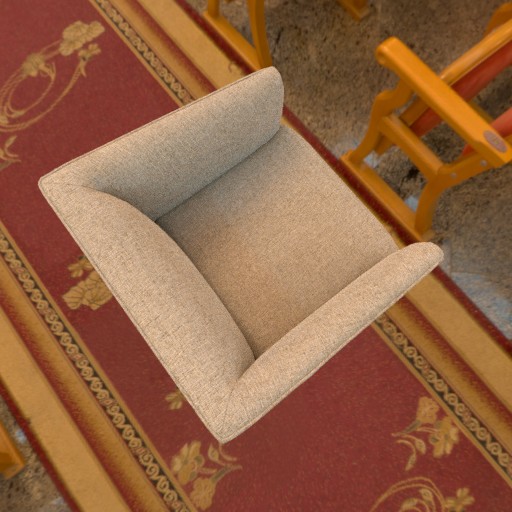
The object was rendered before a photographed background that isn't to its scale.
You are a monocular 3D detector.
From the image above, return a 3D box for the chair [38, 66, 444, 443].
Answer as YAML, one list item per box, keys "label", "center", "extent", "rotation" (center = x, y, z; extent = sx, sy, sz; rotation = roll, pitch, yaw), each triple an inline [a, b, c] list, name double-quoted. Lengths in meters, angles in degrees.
- label: "chair"
  center: [0.000, 0.000, 1.209]
  extent: [0.623, 0.760, 0.628]
  rotation: [-37, 78, -9]
